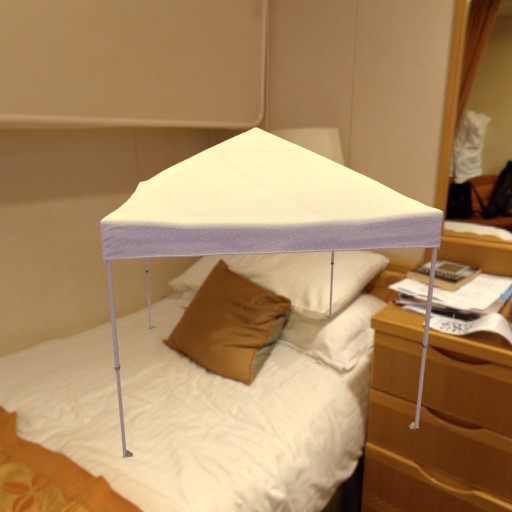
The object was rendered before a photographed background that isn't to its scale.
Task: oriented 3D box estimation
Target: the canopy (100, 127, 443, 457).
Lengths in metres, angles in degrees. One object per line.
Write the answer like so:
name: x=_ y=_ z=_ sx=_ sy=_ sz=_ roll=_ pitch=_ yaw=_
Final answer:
canopy: x=0.000 y=0.000 z=5.379 sx=2.996 sy=2.997 sz=2.998 roll=-2 pitch=15 yaw=-8
